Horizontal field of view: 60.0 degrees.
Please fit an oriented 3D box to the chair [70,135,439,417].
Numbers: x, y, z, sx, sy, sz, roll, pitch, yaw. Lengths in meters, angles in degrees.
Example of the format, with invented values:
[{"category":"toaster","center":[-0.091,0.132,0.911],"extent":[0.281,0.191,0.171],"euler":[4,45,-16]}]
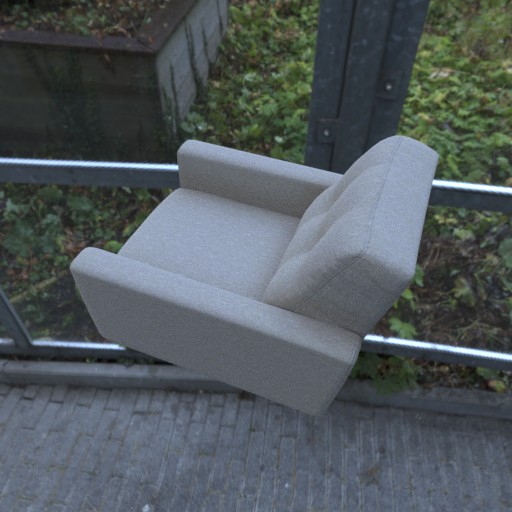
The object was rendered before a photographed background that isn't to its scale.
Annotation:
[{"category":"chair","center":[0.000,0.000,1.804],"extent":[1.128,0.965,0.897],"euler":[16,48,15]}]
